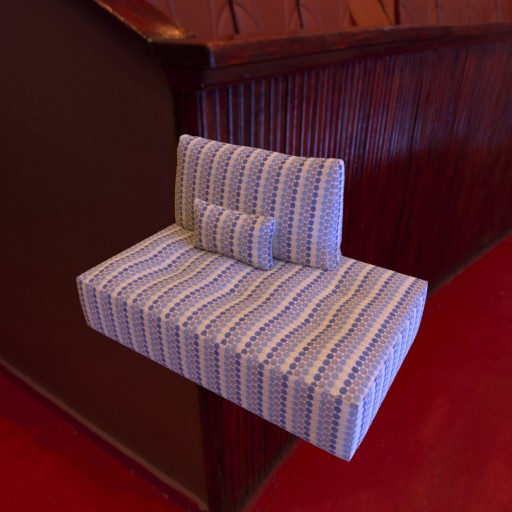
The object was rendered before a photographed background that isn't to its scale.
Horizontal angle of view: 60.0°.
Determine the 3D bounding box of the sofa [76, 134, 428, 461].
[{"bbox_3d":[0.000,0.000,2.072,1.450,0.820,1.000,18,35,28],"label":"sofa"}]
